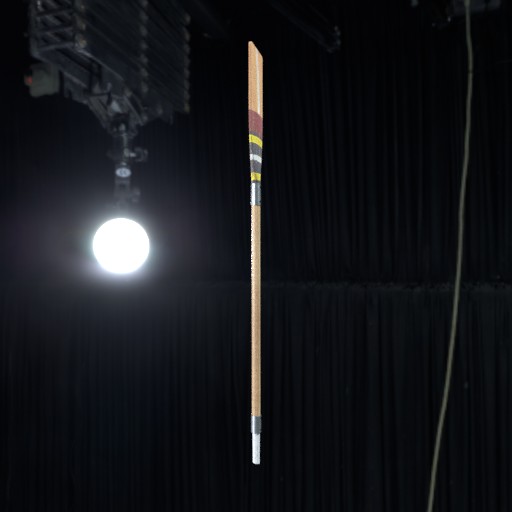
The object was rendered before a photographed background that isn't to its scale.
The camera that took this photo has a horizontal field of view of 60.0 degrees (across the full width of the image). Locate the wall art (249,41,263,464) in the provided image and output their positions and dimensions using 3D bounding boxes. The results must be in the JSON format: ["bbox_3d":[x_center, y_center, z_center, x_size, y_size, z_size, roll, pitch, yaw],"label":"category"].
[{"bbox_3d":[0.000,0.000,1.665,0.038,1.556,0.146,0,0,17],"label":"wall art"}]
